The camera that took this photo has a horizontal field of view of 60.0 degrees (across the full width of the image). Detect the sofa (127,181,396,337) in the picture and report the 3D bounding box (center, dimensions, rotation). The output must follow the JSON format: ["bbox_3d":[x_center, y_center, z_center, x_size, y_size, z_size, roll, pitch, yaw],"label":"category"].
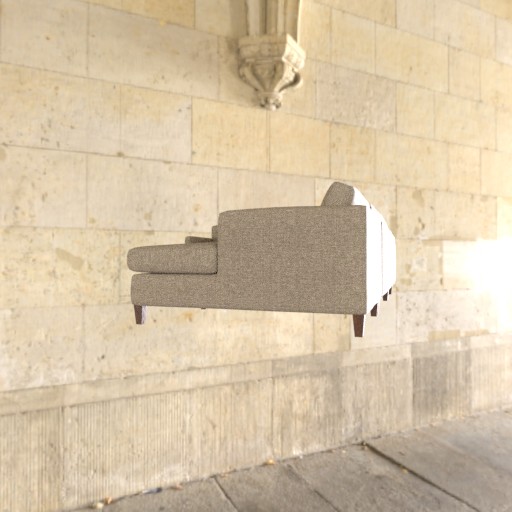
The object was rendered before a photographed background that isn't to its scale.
[{"bbox_3d":[0.000,0.000,4.511,2.593,0.959,3.460,0,-1,20],"label":"sofa"}]
